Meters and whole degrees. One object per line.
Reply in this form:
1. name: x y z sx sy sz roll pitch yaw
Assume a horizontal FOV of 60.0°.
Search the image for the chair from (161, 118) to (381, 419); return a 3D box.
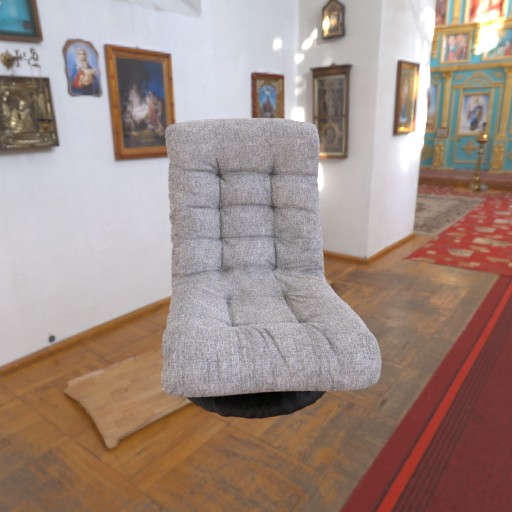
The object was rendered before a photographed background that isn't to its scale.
1. chair: 0.000 0.000 0.991 0.400 0.600 0.583 -2 16 -7
